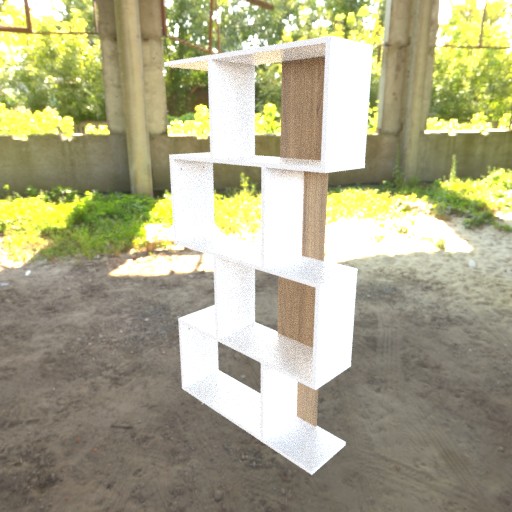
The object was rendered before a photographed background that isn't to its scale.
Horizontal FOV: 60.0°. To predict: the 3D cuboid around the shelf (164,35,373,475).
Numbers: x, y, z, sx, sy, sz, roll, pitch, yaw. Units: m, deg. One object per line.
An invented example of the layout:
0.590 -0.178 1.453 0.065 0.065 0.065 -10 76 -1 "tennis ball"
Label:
0.000 0.000 1.978 0.890 1.650 0.250 16 23 42 "shelf"
